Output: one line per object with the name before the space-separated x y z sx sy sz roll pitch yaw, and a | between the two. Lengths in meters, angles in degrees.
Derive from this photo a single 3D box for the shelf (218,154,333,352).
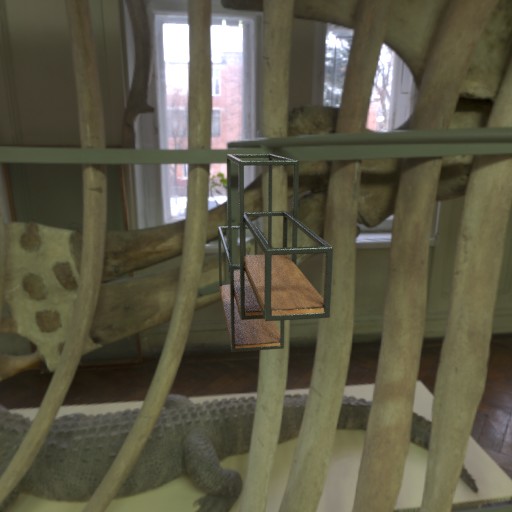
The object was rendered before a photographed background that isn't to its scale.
shelf | 0.000 0.000 2.214 0.275 0.972 1.781 -2 15 -8
